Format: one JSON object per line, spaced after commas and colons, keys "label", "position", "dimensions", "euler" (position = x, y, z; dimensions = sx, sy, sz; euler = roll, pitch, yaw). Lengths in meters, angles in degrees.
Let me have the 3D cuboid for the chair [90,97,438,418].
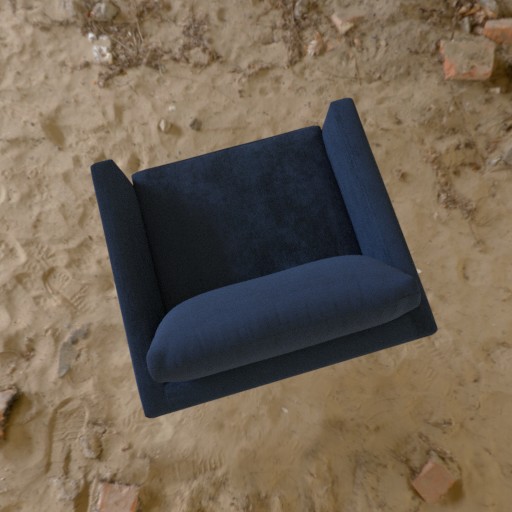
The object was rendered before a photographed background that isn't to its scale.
{"label": "chair", "position": [0.000, 0.000, 1.637], "dimensions": [0.964, 0.812, 0.875], "euler": [-16, 78, -4]}
